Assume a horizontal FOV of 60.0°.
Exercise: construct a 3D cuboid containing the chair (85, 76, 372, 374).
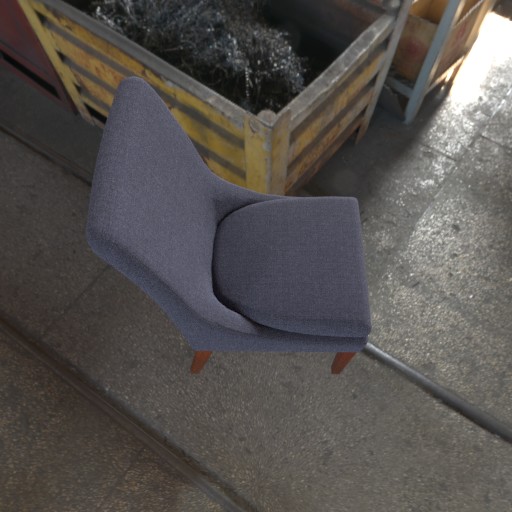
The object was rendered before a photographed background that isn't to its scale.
[{"bbox_3d":[0.000,0.000,1.327,0.655,0.952,0.508,1,63,0],"label":"chair"}]
